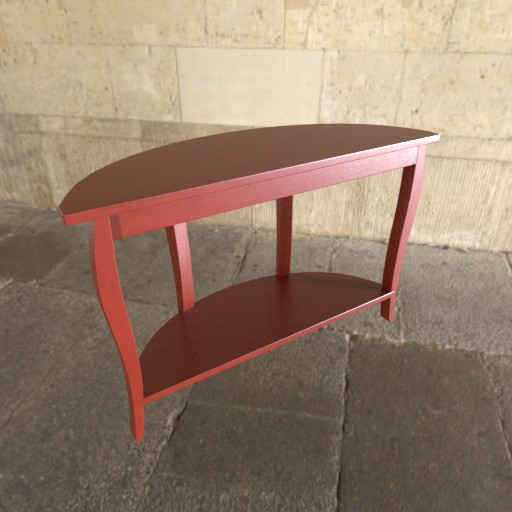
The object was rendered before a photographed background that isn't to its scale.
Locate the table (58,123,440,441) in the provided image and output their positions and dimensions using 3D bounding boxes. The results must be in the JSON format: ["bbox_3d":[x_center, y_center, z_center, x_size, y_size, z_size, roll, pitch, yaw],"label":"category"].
[{"bbox_3d":[0.000,0.000,1.568,1.219,0.779,0.405,-17,35,-27],"label":"table"}]
